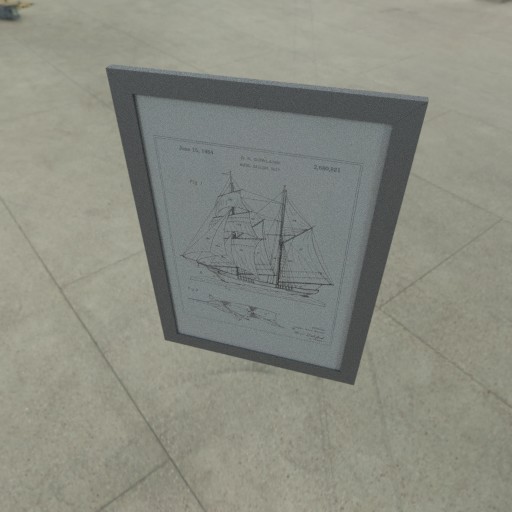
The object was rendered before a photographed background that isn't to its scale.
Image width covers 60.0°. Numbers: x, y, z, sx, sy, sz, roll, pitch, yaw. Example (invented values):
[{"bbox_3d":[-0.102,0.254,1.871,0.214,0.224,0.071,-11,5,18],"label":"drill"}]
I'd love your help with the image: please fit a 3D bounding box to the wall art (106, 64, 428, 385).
[{"bbox_3d":[0.000,0.000,0.684,0.380,0.534,0.013,11,43,12],"label":"wall art"}]
